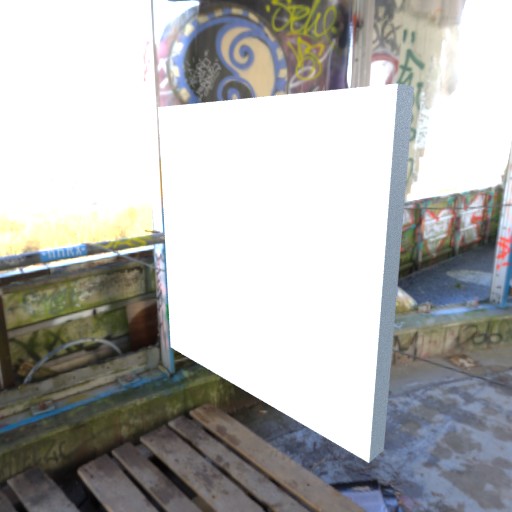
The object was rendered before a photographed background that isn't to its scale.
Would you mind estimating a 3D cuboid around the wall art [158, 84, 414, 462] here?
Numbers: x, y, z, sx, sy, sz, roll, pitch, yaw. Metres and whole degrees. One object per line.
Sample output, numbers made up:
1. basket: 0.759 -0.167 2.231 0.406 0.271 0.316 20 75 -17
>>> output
1. wall art: 0.000 0.000 0.530 0.027 0.355 0.355 -13 20 -42
